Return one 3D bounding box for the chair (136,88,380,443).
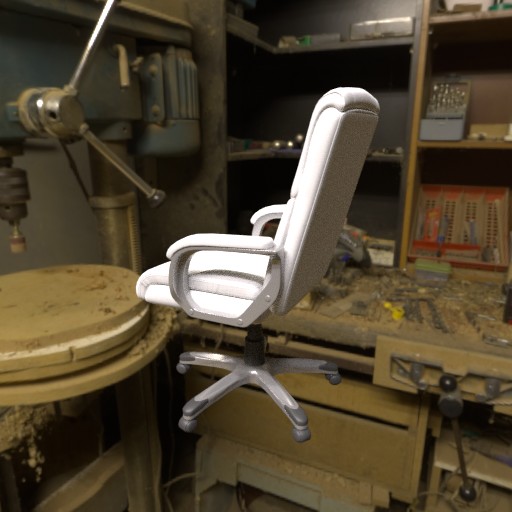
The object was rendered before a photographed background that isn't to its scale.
[{"bbox_3d":[0.000,0.000,1.612,0.738,1.120,0.687,7,18,24],"label":"chair"}]
